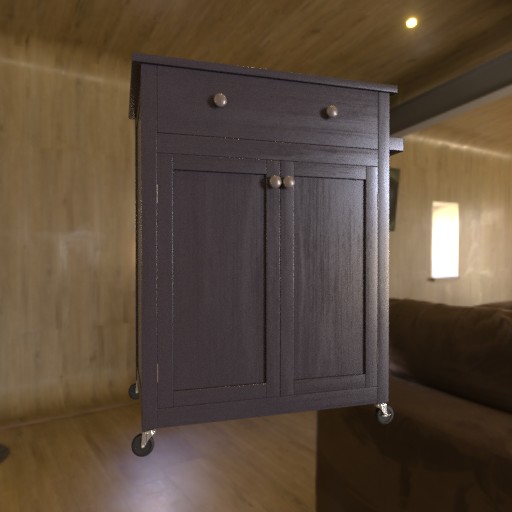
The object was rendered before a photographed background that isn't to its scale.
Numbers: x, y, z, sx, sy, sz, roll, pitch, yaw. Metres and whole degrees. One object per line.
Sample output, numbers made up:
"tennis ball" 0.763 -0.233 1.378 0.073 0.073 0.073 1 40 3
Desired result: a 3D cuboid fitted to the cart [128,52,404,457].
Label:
"cart" 0.000 0.000 1.256 0.690 0.878 0.449 0 1 -17
